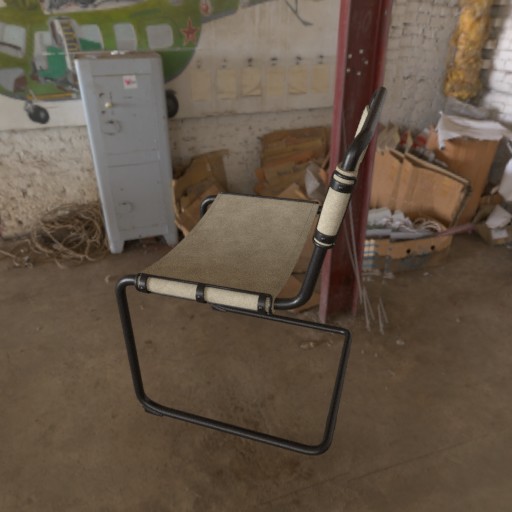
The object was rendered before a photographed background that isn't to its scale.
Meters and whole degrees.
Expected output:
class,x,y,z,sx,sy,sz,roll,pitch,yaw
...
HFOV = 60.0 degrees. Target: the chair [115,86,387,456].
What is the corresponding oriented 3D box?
class,x,y,z,sx,sy,sz,roll,pitch,yaw
chair,0.000,0.000,1.082,0.497,0.747,0.499,9,32,15
